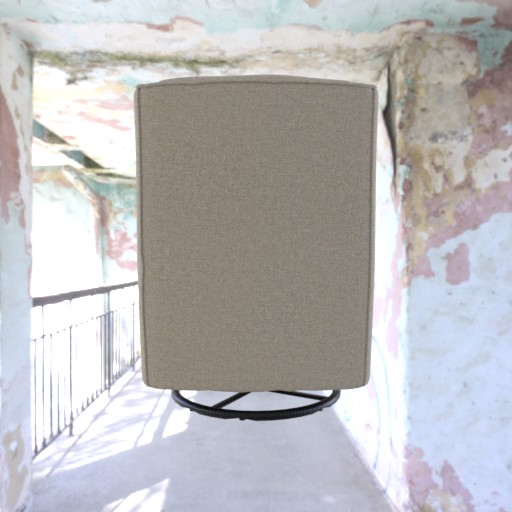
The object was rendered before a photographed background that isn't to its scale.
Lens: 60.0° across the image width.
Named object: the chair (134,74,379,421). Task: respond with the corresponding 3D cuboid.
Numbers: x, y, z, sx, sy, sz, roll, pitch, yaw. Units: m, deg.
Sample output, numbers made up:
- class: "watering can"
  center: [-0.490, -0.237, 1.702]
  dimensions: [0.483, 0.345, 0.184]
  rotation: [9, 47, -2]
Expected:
- class: "chair"
  center: [0.000, 0.000, 1.587]
  dimensions: [0.732, 0.993, 0.879]
  rotation: [0, 0, 0]
